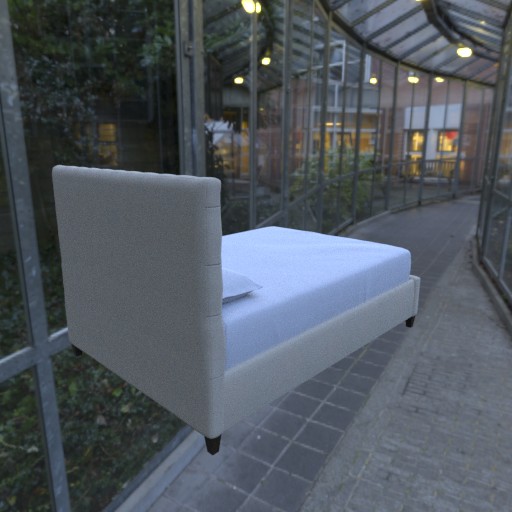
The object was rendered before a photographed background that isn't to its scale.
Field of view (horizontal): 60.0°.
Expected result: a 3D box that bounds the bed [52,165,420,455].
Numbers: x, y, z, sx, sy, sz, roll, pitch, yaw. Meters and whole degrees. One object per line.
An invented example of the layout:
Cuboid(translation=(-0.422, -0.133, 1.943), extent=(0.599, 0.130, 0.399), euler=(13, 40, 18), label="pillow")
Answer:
Cuboid(translation=(0.000, 0.000, 3.491), extent=(1.698, 1.427, 2.387), euler=(13, 20, 42), label="bed")
